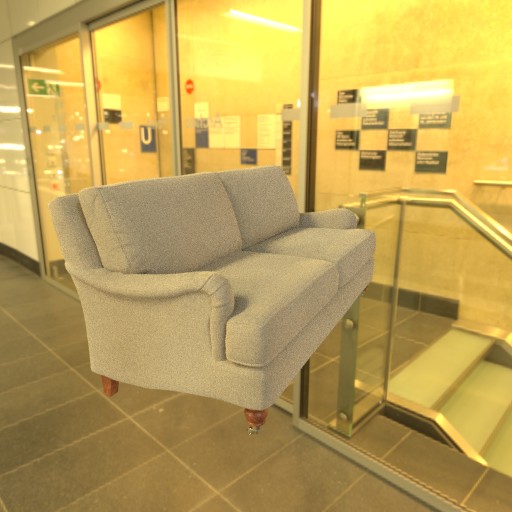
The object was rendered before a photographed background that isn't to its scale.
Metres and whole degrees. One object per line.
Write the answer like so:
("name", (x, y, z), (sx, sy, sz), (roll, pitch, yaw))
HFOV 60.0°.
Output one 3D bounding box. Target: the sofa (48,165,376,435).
("sofa", (0.000, 0.000, 2.667), (1.091, 0.997, 2.070), (7, 16, 25))
